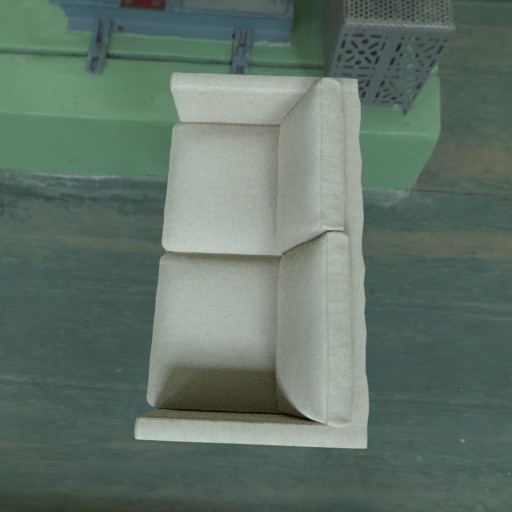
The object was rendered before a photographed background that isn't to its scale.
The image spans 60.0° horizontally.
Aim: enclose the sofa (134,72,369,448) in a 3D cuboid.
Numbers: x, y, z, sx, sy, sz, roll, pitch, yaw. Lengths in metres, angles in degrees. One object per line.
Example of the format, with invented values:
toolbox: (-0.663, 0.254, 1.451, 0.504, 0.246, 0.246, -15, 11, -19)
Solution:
sofa: (0.000, 0.000, 2.228, 0.962, 0.835, 1.719, 2, 75, 1)
